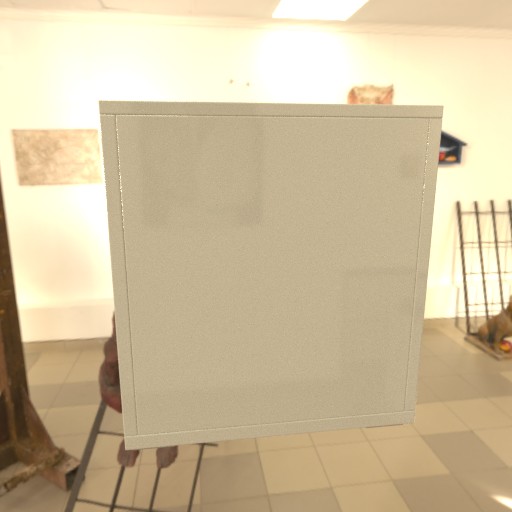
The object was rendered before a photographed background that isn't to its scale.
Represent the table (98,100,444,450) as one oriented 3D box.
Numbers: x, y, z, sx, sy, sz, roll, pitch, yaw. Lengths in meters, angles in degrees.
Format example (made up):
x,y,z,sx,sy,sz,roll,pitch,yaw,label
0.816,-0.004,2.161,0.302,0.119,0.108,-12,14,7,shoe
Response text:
x,y,z,sx,sy,sz,roll,pitch,yaw,label
0.000,0.000,0.776,0.420,0.470,0.400,-2,13,-8,table
